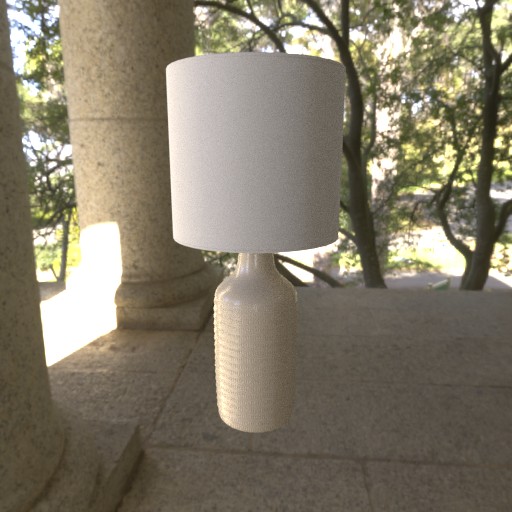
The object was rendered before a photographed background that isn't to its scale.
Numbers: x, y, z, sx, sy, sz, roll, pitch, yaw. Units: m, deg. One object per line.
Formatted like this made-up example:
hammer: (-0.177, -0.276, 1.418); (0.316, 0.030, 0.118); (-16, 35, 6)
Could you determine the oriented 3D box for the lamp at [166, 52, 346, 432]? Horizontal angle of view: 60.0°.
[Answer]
lamp: (0.000, 0.000, 0.608); (0.220, 0.475, 0.220); (-6, 14, -24)
